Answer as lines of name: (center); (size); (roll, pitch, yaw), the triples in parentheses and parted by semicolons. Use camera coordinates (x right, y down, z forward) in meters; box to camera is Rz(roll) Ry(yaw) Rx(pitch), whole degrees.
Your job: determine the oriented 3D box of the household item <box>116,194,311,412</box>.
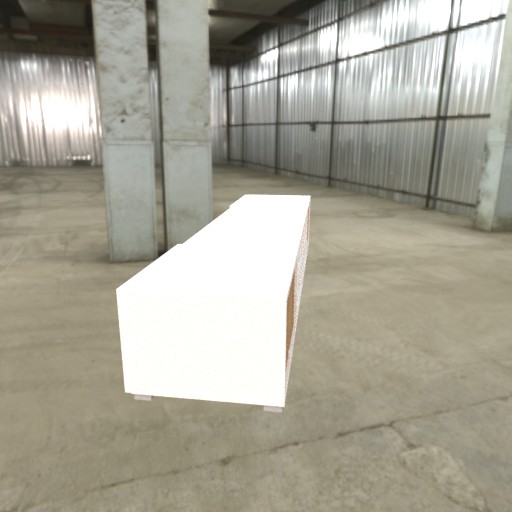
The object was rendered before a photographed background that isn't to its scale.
household item: (0.000, 0.000, 1.983); (0.420, 0.310, 1.850); (2, 15, 8)
